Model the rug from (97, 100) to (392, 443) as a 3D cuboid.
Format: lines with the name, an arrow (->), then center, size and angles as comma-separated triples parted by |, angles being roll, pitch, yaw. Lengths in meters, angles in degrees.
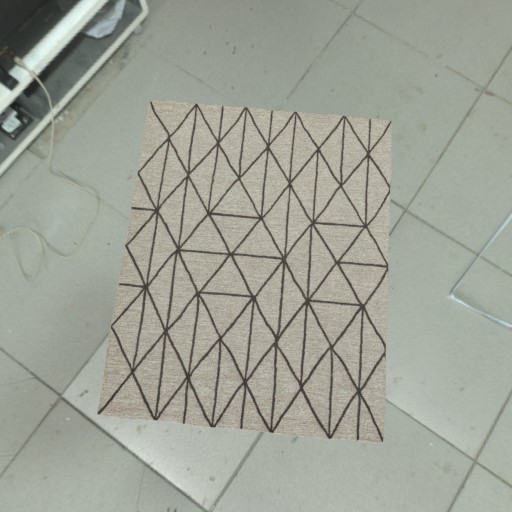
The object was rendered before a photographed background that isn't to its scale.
rug -> 0.000, 0.000, 4.114 | 2.468, 0.022, 3.061 | 5, 77, 1
